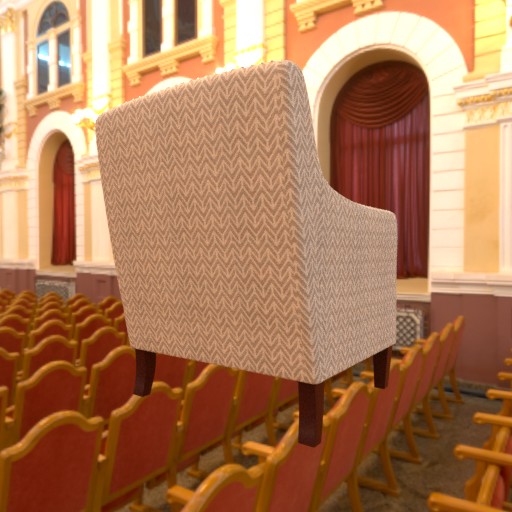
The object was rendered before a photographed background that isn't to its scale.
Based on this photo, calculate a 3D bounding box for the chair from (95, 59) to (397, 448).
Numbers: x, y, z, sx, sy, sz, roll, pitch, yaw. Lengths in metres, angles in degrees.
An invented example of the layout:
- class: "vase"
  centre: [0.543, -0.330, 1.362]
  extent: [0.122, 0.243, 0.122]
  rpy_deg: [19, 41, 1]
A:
- class: "chair"
  centre: [0.000, 0.000, 1.288]
  extent: [0.623, 0.816, 0.651]
  rpy_deg: [1, 1, 36]
